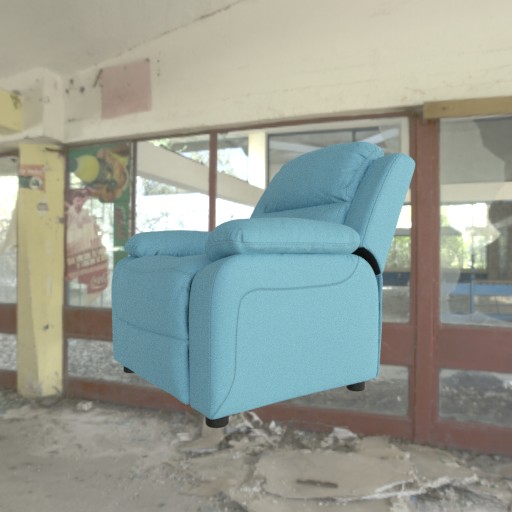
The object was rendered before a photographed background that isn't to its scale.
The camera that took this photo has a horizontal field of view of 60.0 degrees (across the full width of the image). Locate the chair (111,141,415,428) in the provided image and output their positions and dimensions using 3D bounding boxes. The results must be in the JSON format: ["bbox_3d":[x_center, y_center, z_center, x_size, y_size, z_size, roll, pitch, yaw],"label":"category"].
[{"bbox_3d":[0.000,0.000,1.289,0.709,0.702,0.680,0,0,-35],"label":"chair"}]
